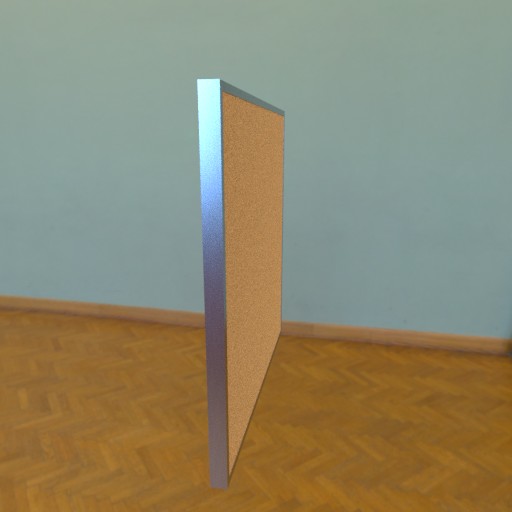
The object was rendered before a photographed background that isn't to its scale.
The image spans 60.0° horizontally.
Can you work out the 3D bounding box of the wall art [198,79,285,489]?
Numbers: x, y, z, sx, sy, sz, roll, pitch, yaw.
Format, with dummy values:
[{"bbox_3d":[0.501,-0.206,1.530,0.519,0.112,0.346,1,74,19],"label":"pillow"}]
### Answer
[{"bbox_3d":[0.000,0.000,1.217,0.038,0.806,0.806,3,15,11],"label":"wall art"}]
